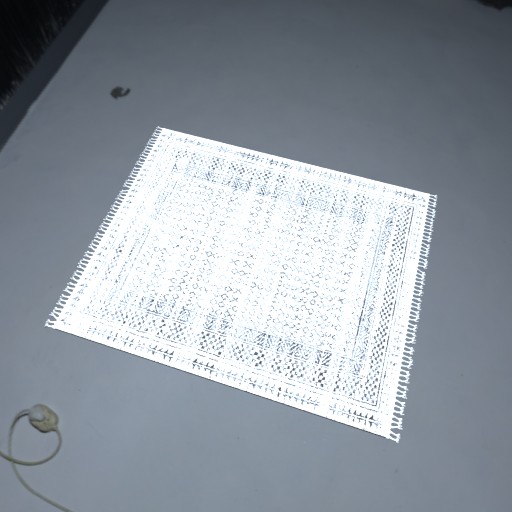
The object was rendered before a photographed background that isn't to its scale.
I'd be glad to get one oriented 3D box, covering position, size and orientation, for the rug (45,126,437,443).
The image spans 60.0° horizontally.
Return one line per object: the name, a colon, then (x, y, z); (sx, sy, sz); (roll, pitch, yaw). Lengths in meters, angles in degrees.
rug: (0.000, 0.000, 3.936); (2.940, 0.013, 2.312); (16, 63, 8)
